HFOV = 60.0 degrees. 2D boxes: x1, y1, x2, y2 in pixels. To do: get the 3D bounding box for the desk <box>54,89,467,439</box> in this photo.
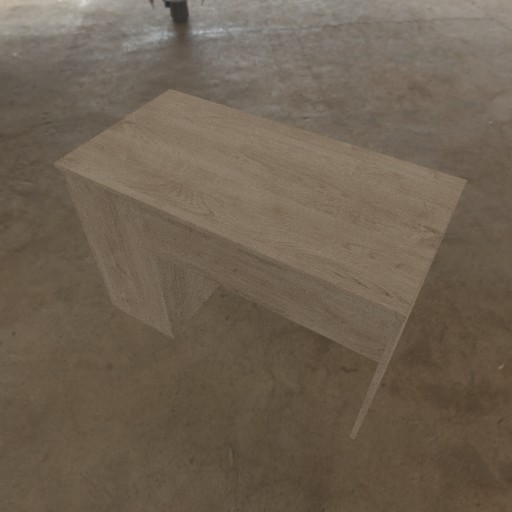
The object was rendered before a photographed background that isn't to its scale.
[{"bbox_3d":[0.000,0.000,1.579,1.096,0.730,0.560,24,51,21],"label":"desk"}]
